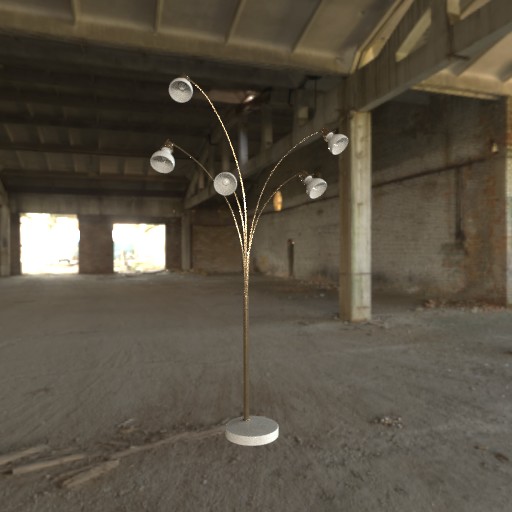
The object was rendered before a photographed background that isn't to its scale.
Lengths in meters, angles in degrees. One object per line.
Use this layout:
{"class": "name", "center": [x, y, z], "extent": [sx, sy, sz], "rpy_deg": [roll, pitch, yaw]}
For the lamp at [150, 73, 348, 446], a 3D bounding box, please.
{"class": "lamp", "center": [0.000, 0.000, 3.009], "extent": [1.405, 2.423, 0.361], "rpy_deg": [0, 1, -19]}
